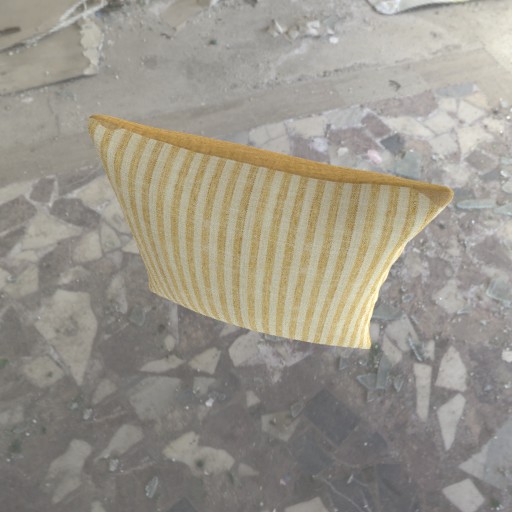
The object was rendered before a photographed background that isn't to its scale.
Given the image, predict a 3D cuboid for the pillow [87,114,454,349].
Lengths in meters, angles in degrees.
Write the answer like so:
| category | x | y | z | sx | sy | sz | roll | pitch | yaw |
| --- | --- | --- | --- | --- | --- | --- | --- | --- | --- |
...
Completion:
| category | x | y | z | sx | sy | sz | roll | pitch | yaw |
| --- | --- | --- | --- | --- | --- | --- | --- | --- | --- |
| pillow | 0.000 | 0.000 | 0.644 | 0.419 | 0.407 | 0.173 | 14 | 58 | 9 |
